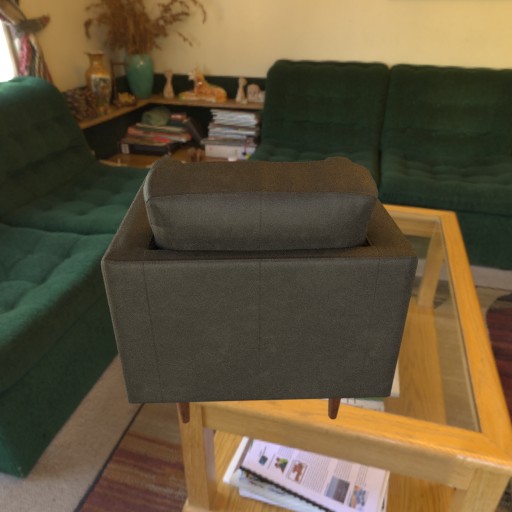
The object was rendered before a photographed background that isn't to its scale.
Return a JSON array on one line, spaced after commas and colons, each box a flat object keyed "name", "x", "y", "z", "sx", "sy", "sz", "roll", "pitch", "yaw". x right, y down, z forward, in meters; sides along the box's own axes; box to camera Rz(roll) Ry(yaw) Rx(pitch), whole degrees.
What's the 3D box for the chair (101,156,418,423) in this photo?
[{"name": "chair", "x": 0.000, "y": 0.000, "z": 1.607, "sx": 0.831, "sy": 0.898, "sz": 0.879, "roll": -1, "pitch": 30, "yaw": -2}]
